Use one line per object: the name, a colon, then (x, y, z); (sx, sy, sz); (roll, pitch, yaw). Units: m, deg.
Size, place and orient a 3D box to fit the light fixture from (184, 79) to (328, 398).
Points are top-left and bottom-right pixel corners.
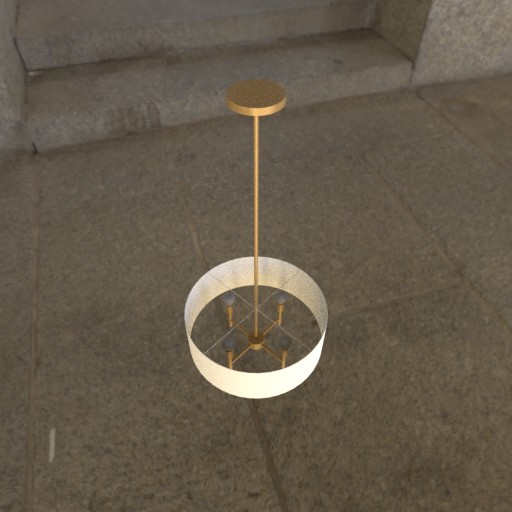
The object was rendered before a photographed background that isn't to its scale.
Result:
light fixture: (0.000, 0.000, 1.379); (0.508, 1.067, 0.508); (0, 47, 0)
